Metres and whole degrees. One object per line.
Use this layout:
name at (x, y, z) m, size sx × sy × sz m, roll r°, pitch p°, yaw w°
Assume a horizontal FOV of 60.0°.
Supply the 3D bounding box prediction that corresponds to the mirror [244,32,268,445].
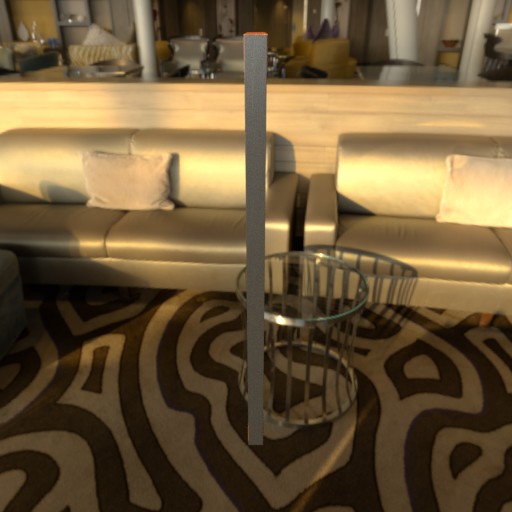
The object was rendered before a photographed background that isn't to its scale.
mirror at (0.000, 0.000, 1.250) m, size 0.047 × 1.123 × 0.343 m, roll 0°, pitch 27°, yaw 0°
